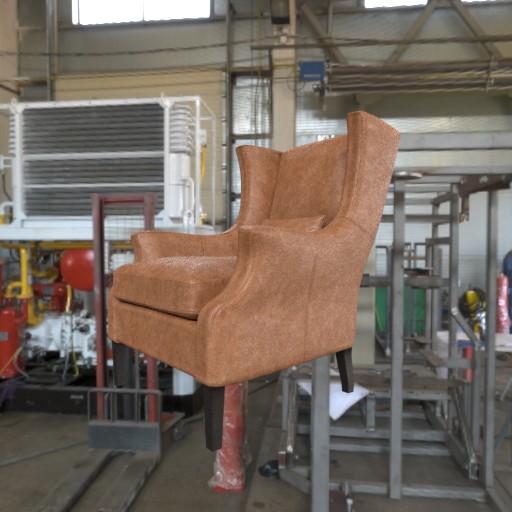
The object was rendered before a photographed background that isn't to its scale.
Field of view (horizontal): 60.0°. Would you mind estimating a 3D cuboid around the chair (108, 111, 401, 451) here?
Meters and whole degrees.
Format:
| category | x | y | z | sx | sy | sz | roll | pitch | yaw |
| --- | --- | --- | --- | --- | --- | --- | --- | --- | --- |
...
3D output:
| category | x | y | z | sx | sy | sz | roll | pitch | yaw |
| --- | --- | --- | --- | --- | --- | --- | --- | --- | --- |
| chair | 0.000 | 0.000 | 1.718 | 0.926 | 1.016 | 0.853 | -1 | 2 | -38 |
